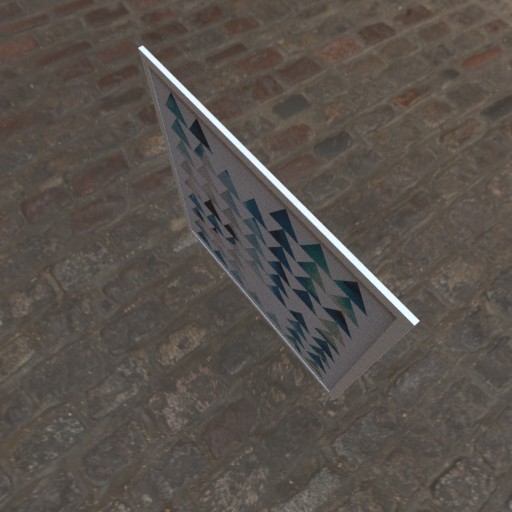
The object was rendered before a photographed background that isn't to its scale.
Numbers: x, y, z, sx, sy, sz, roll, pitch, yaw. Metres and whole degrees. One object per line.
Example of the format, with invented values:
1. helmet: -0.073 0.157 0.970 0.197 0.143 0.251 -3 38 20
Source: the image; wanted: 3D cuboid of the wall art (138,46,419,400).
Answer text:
1. wall art: 0.000 0.000 0.676 0.007 0.456 0.456 -36 69 -16
